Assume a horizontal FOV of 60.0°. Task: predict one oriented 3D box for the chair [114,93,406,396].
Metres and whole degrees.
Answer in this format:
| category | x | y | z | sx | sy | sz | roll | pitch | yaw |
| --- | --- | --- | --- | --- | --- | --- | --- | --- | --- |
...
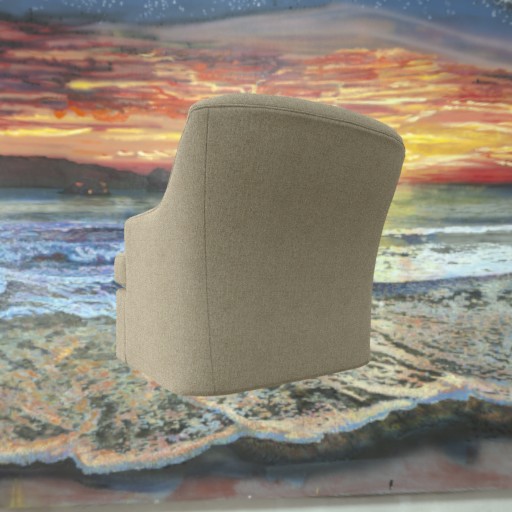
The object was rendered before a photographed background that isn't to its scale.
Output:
| category | x | y | z | sx | sy | sz | roll | pitch | yaw |
| --- | --- | --- | --- | --- | --- | --- | --- | --- | --- |
| chair | 0.000 | 0.000 | 1.623 | 0.864 | 0.856 | 0.923 | 0 | -1 | -35 |
